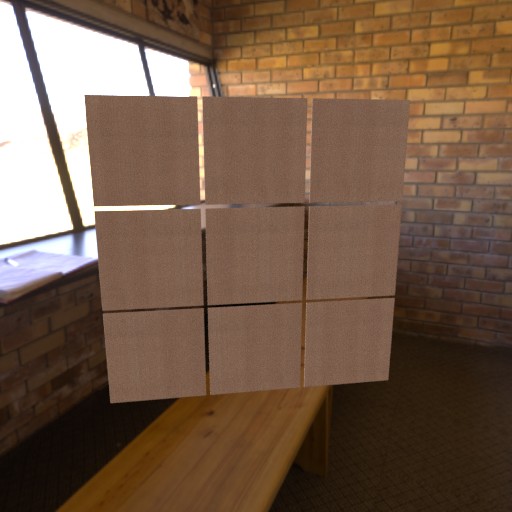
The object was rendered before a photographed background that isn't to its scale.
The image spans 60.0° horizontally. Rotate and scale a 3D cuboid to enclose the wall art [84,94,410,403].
[{"bbox_3d":[0.000,0.000,2.221,1.517,1.505,0.002,-2,14,-9],"label":"wall art"}]
